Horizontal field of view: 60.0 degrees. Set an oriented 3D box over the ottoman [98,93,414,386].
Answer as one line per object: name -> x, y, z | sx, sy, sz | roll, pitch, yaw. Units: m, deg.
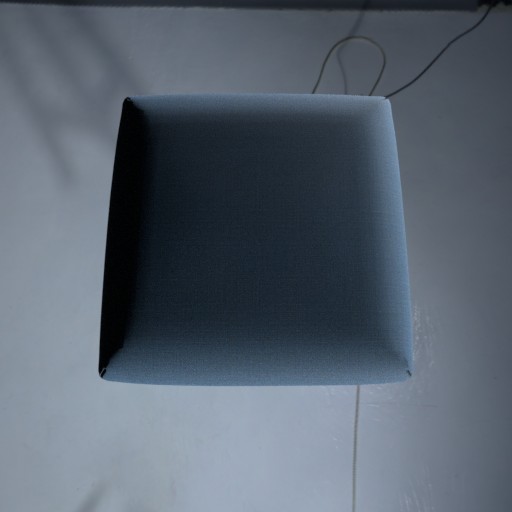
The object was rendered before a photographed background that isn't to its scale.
ottoman -> 0.000, 0.000, 0.917 | 0.497, 0.475, 0.507 | 1, 75, 0
